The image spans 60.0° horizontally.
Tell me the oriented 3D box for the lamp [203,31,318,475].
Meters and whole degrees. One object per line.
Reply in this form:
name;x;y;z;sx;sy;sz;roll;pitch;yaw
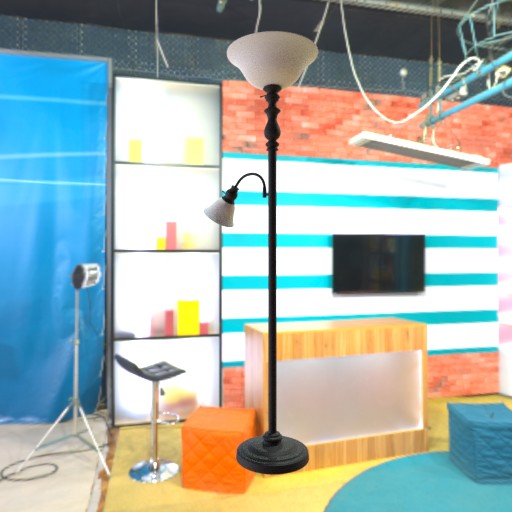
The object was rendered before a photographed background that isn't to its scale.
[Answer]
lamp;0.000;0.000;2.020;0.588;1.793;0.405;0;-1;37
